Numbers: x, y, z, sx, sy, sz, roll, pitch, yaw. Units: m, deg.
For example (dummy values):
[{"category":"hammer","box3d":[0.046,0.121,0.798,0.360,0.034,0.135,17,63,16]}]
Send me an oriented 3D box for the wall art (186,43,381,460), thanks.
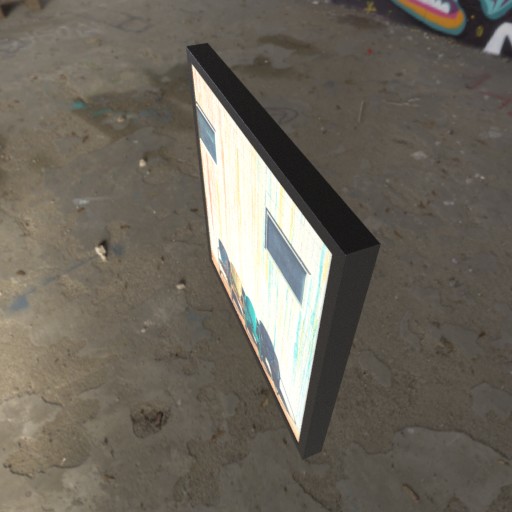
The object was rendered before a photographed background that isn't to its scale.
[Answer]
[{"category":"wall art","box3d":[0.000,0.000,0.742,0.037,0.506,0.506,-17,49,-15]}]
